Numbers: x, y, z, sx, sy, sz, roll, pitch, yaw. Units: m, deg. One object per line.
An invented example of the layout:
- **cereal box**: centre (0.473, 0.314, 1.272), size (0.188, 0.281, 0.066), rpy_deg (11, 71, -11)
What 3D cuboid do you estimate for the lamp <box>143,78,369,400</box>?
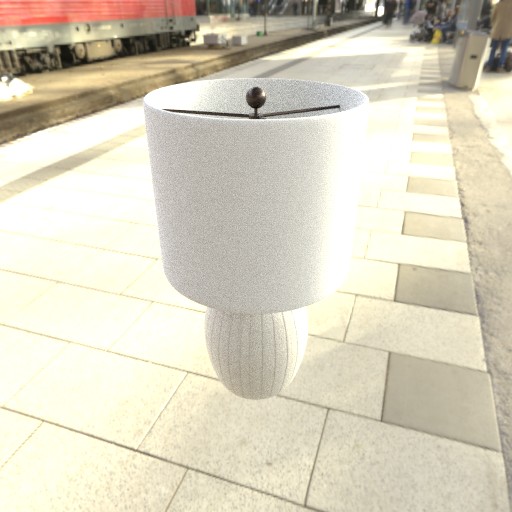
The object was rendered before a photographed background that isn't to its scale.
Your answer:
- **lamp**: centre (0.000, 0.000, 0.790), size (0.328, 0.570, 0.328), rpy_deg (0, 30, 0)
